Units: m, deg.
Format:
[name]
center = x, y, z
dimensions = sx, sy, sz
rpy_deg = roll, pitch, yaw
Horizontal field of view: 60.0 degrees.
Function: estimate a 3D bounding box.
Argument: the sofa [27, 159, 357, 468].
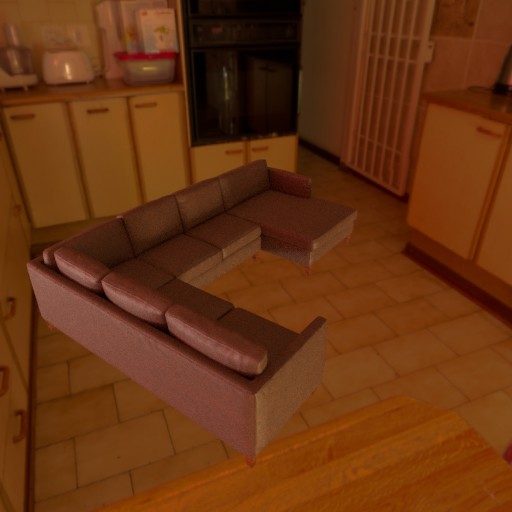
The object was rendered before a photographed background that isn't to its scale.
[sofa]
center = 0.000, 0.000, 4.578
dimensions = 2.593, 0.923, 3.460
rpy_deg = 20, 36, 31
